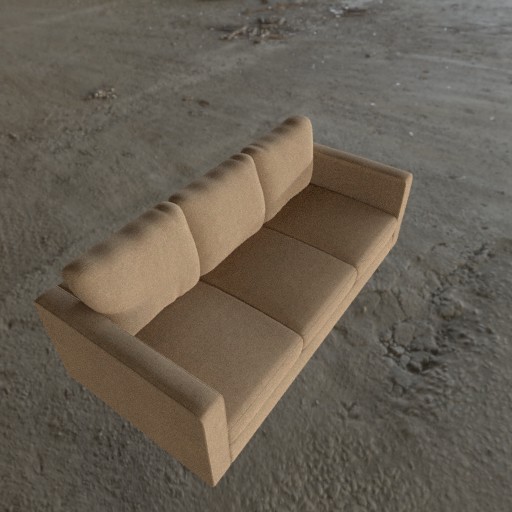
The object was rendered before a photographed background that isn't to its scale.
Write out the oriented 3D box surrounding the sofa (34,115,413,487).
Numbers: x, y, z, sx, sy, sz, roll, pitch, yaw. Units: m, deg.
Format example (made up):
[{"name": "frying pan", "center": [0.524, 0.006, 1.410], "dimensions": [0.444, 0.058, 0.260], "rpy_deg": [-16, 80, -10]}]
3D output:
[{"name": "sofa", "center": [0.000, 0.000, 2.286], "dimensions": [0.930, 0.800, 1.855], "rpy_deg": [25, 47, 26]}]
